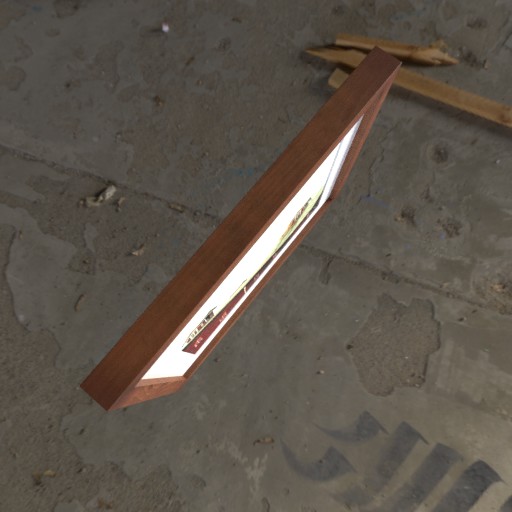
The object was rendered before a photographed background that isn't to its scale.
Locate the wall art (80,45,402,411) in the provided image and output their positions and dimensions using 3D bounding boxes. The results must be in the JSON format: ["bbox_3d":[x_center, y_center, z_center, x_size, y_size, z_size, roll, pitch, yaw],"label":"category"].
[{"bbox_3d":[0.000,0.000,0.540,0.030,0.328,0.401,38,79,9],"label":"wall art"}]
